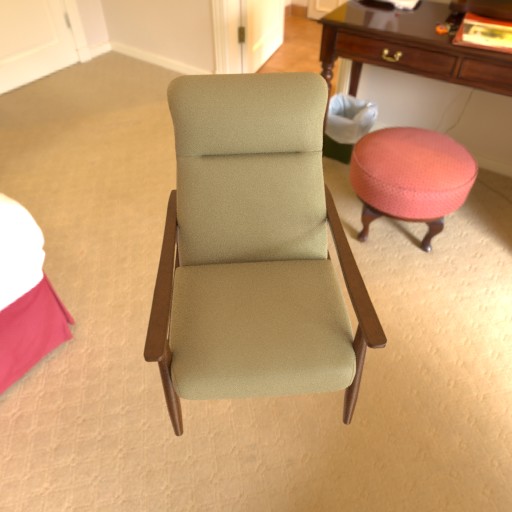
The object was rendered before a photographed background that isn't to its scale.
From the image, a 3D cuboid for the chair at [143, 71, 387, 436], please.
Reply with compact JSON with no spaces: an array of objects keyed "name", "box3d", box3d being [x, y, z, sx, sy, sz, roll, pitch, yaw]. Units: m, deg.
[{"name":"chair","box3d":[0.000,0.000,1.786,0.762,1.082,1.014,-3,45,-3]}]
